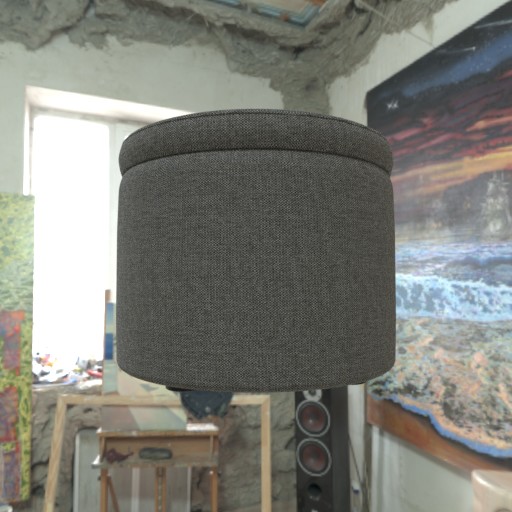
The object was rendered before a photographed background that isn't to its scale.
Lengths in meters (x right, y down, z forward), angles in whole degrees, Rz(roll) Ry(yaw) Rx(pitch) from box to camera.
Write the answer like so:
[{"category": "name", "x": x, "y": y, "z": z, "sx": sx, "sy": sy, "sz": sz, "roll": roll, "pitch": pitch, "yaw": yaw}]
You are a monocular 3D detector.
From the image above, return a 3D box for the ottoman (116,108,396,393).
[{"category": "ottoman", "x": 0.000, "y": 0.000, "z": 0.867, "sx": 0.520, "sy": 0.430, "sz": 0.520, "roll": 0, "pitch": -2, "yaw": 0}]
